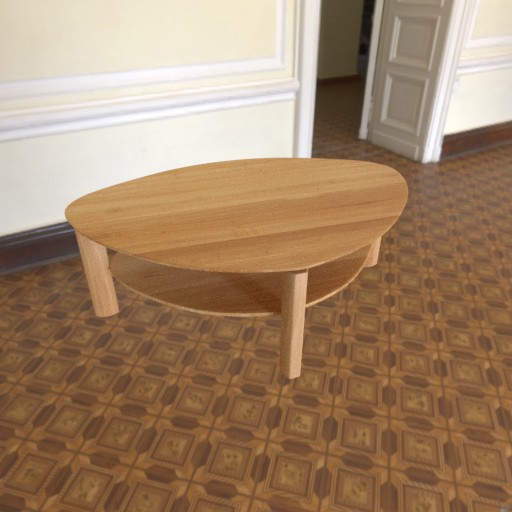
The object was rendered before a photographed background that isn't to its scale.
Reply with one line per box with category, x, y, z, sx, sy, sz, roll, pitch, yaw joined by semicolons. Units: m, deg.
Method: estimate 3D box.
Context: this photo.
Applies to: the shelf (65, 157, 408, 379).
shelf;0.000;0.000;1.639;1.246;0.440;0.845;-10;33;-15
